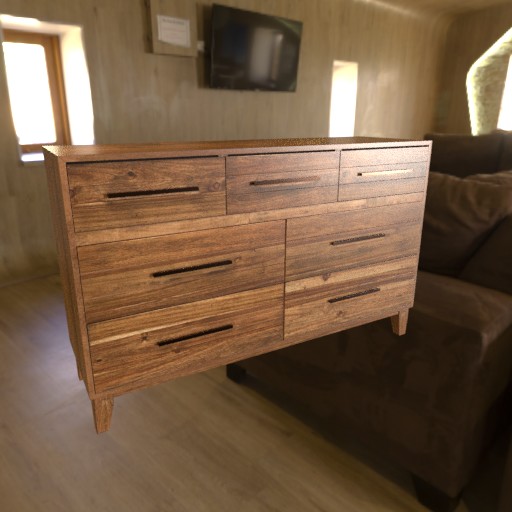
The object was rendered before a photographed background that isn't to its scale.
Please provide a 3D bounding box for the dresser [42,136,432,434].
[{"bbox_3d":[0.000,0.000,1.765,1.400,0.873,0.446,-10,20,-28],"label":"dresser"}]
